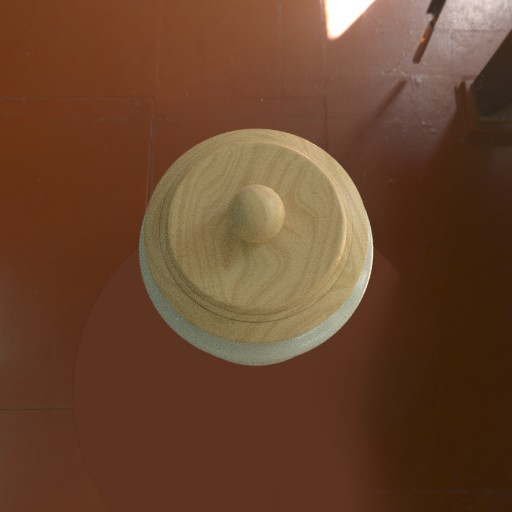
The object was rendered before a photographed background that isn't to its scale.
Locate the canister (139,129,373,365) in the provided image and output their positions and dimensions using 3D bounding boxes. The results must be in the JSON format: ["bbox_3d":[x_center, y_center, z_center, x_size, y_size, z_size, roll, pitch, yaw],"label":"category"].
[{"bbox_3d":[0.000,0.000,0.274,0.130,0.176,0.130,0,75,0],"label":"canister"}]
